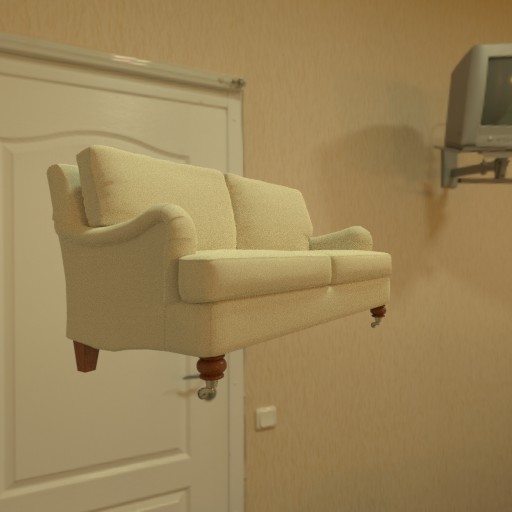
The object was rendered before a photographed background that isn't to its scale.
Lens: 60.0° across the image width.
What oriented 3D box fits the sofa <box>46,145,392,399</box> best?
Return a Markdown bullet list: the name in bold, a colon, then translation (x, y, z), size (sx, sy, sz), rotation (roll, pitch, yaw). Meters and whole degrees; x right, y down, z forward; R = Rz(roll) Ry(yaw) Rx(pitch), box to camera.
- **sofa**: translation (0.000, 0.000, 2.733), size (1.086, 1.087, 2.159), rotation (0, 1, 34)
